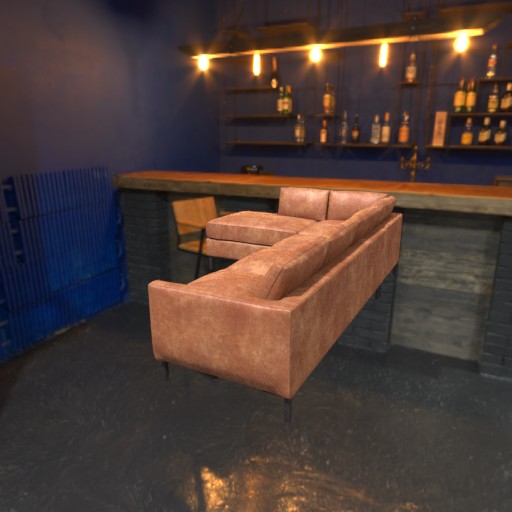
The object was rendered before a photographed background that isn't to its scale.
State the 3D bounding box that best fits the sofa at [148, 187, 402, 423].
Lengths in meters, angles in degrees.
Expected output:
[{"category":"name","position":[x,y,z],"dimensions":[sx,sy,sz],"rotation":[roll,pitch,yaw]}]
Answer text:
[{"category":"sofa","position":[0.000,0.000,3.857],"dimensions":[1.938,0.877,2.984],"rotation":[8,17,27]}]
